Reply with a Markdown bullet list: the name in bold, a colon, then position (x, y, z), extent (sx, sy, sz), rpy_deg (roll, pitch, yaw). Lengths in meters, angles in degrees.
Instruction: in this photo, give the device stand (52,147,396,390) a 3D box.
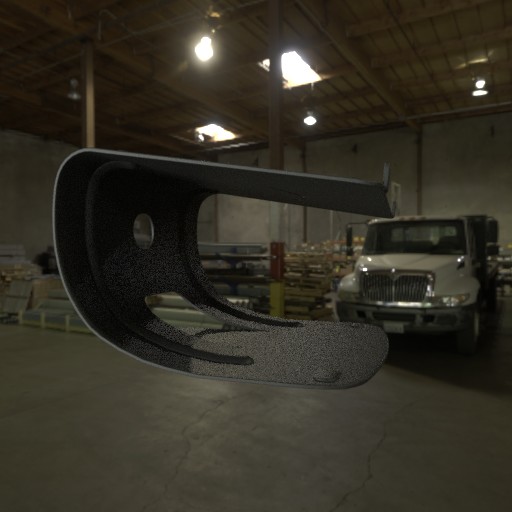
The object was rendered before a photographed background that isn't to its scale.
- **device stand**: position (0.000, 0.000, 0.398), extent (0.236, 0.155, 0.256), rpy_deg (0, 1, 18)
